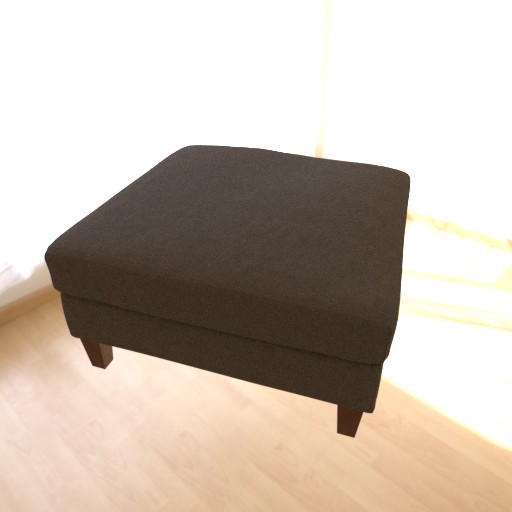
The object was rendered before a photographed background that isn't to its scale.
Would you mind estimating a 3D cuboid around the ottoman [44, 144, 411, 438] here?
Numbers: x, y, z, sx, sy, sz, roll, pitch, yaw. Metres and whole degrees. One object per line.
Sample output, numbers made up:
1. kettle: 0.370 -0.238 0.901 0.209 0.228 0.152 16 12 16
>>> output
1. ottoman: 0.000 0.000 1.433 0.881 0.482 0.861 10 34 15
